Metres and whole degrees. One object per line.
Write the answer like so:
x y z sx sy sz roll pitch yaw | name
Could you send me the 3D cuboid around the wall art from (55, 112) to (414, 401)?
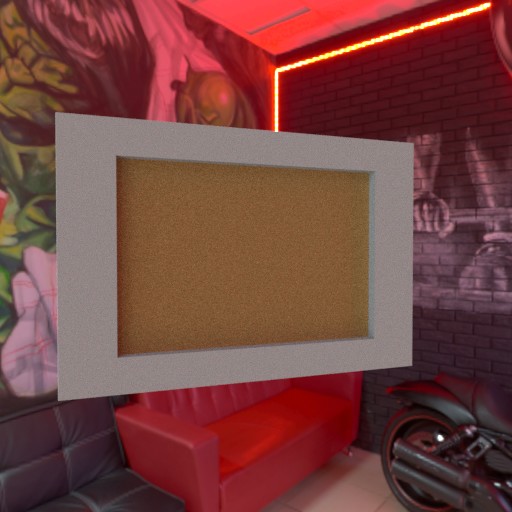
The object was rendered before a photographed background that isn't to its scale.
0.000 0.000 1.103 0.906 0.617 0.033 0 1 -18 | wall art
